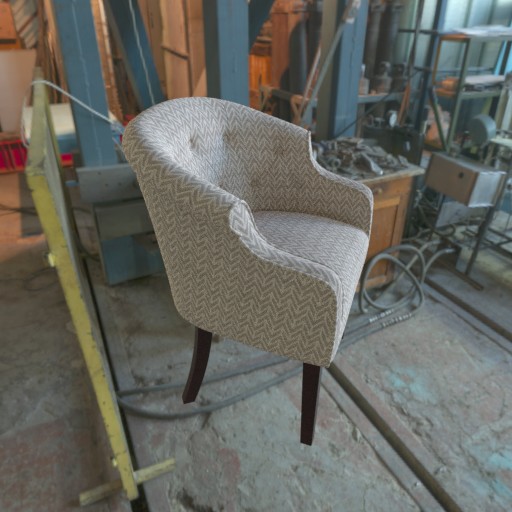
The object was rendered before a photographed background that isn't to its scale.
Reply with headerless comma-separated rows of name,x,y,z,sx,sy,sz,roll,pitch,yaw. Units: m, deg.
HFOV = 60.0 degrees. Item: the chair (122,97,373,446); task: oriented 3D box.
chair,0.000,0.000,1.333,0.613,0.858,0.686,10,31,17
